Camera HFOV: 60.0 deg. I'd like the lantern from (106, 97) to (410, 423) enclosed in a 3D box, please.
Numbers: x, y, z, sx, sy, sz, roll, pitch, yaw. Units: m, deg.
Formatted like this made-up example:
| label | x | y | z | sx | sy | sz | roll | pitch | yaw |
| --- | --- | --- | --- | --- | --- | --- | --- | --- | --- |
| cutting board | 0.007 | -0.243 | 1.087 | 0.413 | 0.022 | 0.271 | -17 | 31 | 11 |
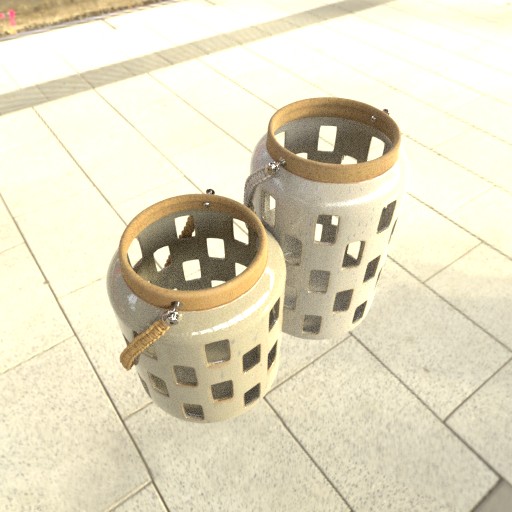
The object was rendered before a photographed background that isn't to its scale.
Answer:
| label | x | y | z | sx | sy | sz | roll | pitch | yaw |
| --- | --- | --- | --- | --- | --- | --- | --- | --- | --- |
| lantern | 0.000 | 0.000 | 0.487 | 0.347 | 0.255 | 0.184 | -30 | 53 | -25 |
